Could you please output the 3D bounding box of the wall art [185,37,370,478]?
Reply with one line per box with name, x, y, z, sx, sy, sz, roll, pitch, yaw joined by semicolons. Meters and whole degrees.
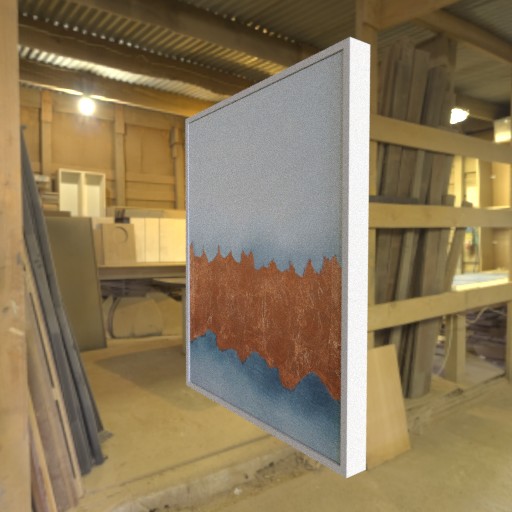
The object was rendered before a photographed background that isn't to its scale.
wall art;0.000;0.000;0.750;0.039;0.553;0.451;-1;2;-35
